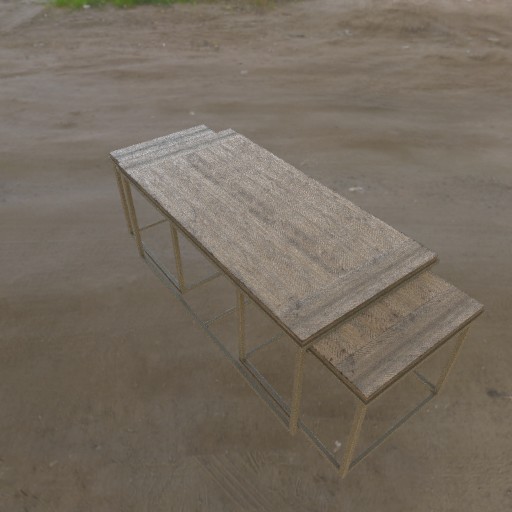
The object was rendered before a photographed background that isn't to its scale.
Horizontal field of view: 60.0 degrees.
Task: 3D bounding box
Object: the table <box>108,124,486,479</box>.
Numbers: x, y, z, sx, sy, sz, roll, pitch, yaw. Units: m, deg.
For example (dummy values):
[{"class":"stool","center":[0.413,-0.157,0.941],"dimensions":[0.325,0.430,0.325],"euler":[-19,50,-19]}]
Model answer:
[{"class":"table","center":[0.000,0.000,1.494],"dimensions":[0.489,0.427,1.312],"euler":[-26,47,-27]}]
